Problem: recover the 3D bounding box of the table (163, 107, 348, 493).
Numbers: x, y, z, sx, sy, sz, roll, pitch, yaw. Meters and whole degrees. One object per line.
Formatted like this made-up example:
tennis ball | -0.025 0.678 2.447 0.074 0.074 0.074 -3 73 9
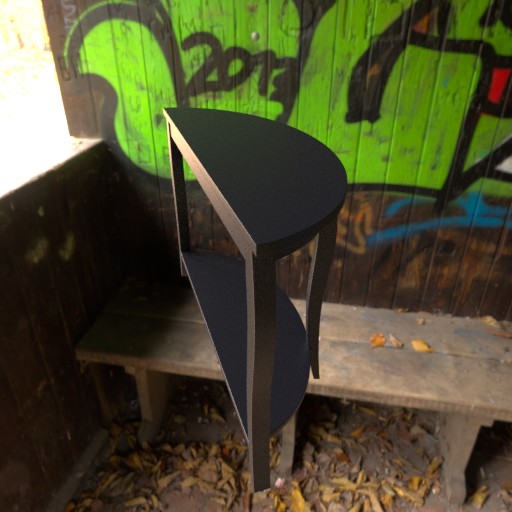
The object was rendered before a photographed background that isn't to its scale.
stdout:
table | 0.000 0.000 1.529 0.394 0.780 1.219 -9 31 -15
